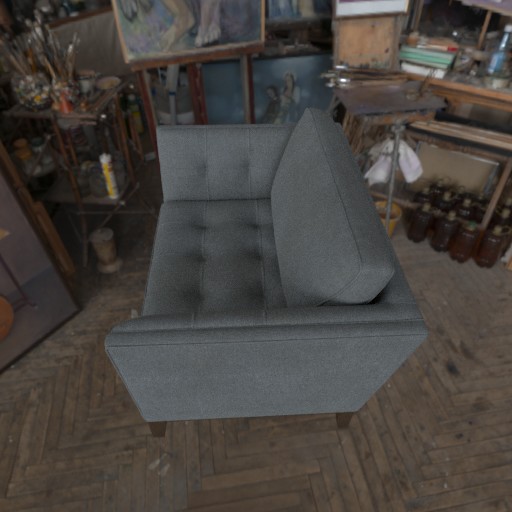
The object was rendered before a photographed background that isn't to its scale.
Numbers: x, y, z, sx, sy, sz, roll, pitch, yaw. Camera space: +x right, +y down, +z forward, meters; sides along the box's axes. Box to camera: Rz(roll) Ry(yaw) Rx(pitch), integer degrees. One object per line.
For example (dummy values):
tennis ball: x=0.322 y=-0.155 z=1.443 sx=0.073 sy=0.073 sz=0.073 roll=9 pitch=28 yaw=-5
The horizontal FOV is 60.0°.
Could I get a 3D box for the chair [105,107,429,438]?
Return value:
chair: x=0.000 y=0.000 z=2.006 sx=0.965 sy=0.942 sz=1.396 roll=-2 pitch=43 yaw=-2
